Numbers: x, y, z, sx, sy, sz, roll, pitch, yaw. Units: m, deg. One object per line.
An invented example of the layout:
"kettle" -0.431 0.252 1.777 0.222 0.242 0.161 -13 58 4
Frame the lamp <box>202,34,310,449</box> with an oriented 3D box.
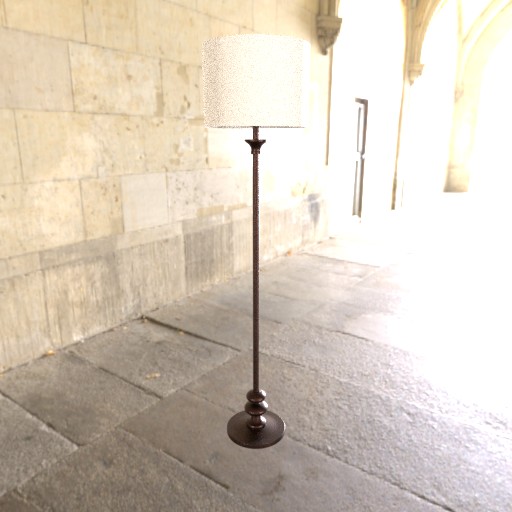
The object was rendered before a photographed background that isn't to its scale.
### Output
"lamp" 0.000 0.000 1.649 0.356 1.487 0.356 -2 15 -9
